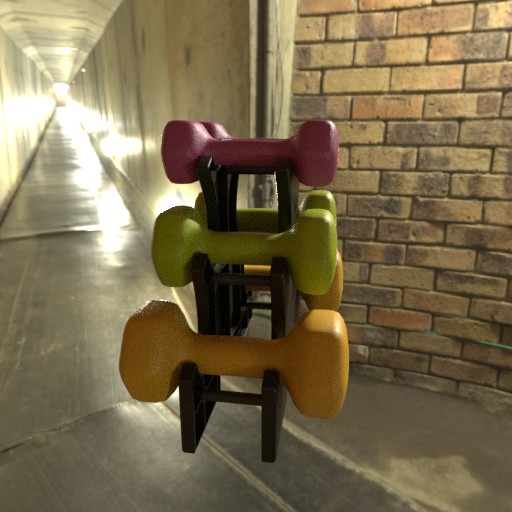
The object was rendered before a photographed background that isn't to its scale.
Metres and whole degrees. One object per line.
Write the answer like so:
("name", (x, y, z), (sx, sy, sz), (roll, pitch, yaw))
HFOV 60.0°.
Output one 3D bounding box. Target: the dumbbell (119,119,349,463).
("dumbbell", (0.000, 0.000, 0.465), (0.190, 0.271, 0.300), (3, 16, 9))
